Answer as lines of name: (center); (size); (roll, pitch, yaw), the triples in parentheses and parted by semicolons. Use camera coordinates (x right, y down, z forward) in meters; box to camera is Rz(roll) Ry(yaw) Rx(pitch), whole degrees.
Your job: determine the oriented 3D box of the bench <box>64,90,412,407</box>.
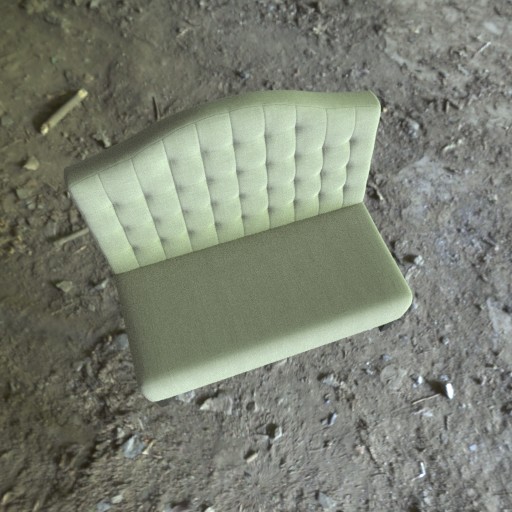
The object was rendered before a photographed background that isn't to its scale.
bench: (0.000, 0.000, 2.036); (1.335, 1.180, 0.815); (-17, 64, -9)
